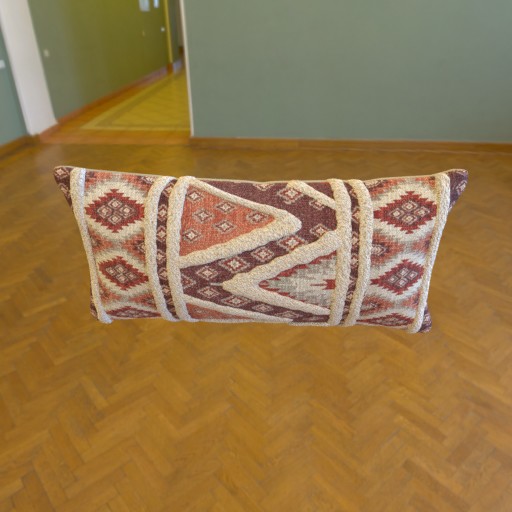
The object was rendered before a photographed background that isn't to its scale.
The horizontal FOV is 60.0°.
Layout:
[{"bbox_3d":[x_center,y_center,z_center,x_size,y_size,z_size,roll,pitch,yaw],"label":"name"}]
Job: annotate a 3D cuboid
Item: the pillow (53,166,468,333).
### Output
[{"bbox_3d":[0.000,0.000,0.711,0.608,0.295,0.161,1,30,3],"label":"pillow"}]
